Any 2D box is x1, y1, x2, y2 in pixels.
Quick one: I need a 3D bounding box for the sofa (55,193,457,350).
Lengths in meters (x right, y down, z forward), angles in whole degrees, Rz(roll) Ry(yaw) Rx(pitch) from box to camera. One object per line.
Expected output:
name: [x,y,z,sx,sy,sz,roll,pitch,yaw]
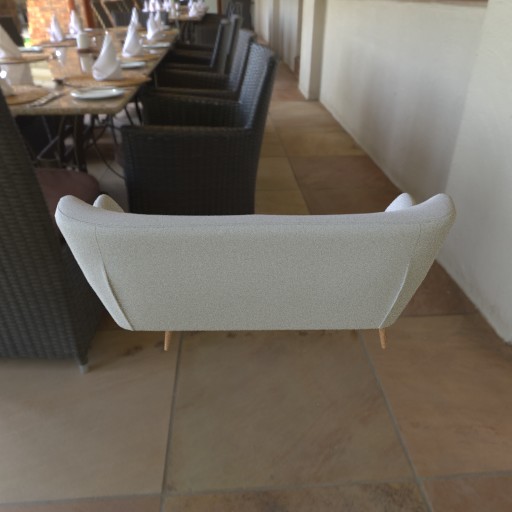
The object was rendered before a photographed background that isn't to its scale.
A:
sofa: [0.000,0.000,2.449,1.930,0.890,0.899,0,31,-1]
